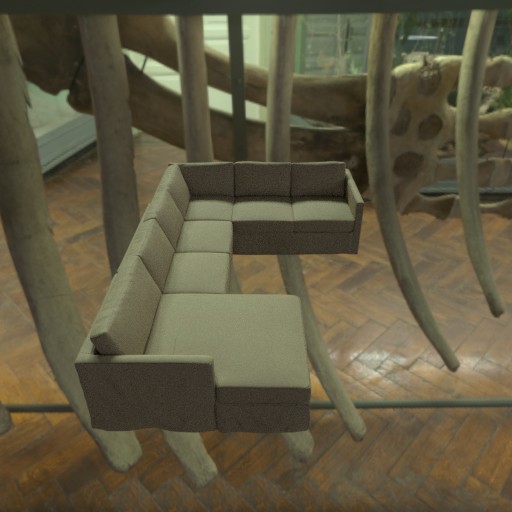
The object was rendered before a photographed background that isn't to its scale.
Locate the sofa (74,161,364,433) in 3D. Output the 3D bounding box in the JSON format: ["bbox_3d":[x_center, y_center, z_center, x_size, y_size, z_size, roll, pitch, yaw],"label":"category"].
[{"bbox_3d":[0.000,0.000,4.530,2.476,0.878,3.528,0,33,0],"label":"sofa"}]
